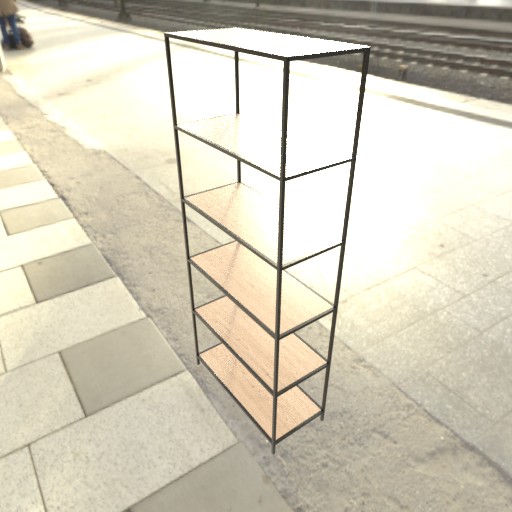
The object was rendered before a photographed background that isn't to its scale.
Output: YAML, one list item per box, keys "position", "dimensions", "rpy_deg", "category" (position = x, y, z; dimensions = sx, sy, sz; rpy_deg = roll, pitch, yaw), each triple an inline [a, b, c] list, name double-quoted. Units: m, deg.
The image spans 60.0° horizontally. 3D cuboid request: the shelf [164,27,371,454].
- position: [0.000, 0.000, 2.091]
  dimensions: [0.350, 1.850, 0.770]
  rpy_deg: [-21, 38, -30]
  category: "shelf"
